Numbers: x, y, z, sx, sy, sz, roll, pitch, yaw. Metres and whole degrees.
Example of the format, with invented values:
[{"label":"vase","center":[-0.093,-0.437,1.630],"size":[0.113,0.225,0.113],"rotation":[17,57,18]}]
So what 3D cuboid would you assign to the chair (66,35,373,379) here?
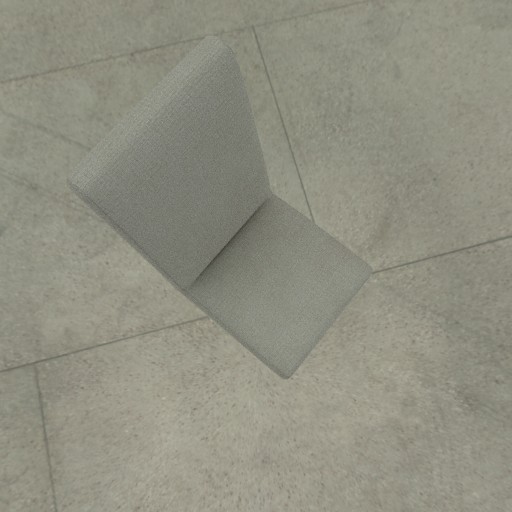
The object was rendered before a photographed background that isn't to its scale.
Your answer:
[{"label":"chair","center":[0.000,0.000,1.322],"size":[0.611,1.033,0.450],"rotation":[39,79,9]}]
